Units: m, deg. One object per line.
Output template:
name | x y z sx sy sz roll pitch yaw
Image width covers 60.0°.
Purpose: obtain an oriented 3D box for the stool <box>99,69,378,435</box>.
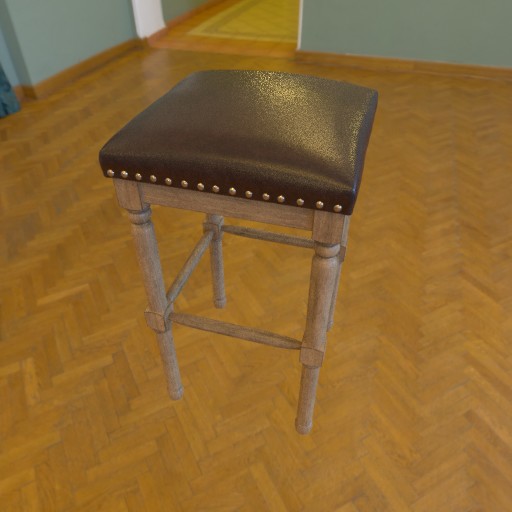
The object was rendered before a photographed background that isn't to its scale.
stool | 0.000 0.000 0.940 0.383 0.702 0.382 11 41 12
